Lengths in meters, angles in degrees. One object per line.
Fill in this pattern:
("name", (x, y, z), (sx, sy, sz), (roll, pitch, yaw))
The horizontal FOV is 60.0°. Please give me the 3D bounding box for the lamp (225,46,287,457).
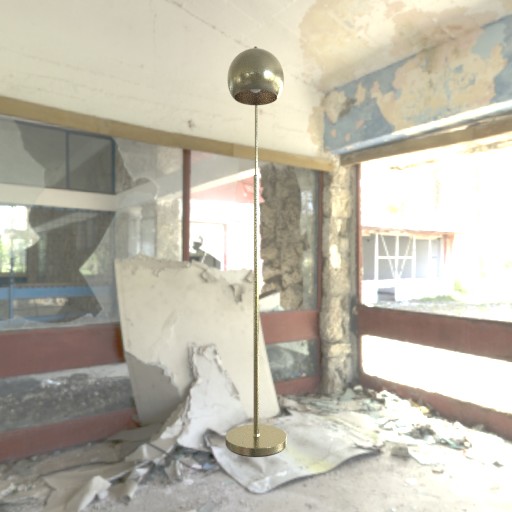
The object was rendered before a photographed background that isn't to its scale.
("lamp", (0.000, 0.000, 1.721), (0.250, 1.526, 0.431), (0, -1, 1))
